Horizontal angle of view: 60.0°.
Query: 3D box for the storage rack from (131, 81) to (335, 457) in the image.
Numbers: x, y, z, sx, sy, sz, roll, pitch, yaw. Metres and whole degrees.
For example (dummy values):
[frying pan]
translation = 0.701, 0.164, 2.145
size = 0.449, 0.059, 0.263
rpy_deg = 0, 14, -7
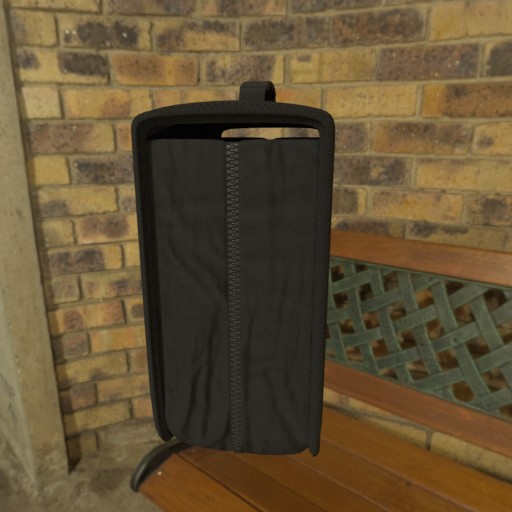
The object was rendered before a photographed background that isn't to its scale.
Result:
[storage rack]
translation = 0.000, 0.000, 0.526
size = 0.168, 0.387, 0.297
rpy_deg = 2, 16, 8
